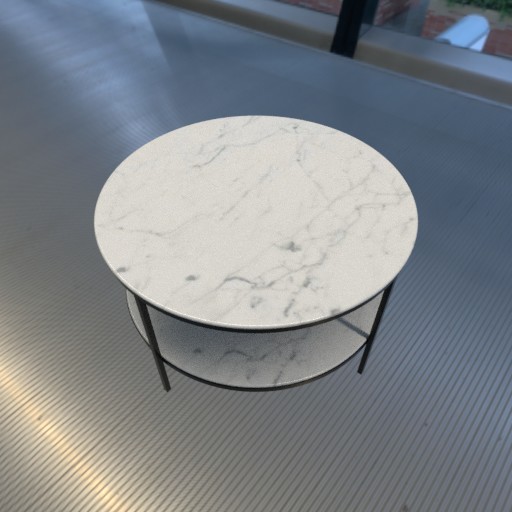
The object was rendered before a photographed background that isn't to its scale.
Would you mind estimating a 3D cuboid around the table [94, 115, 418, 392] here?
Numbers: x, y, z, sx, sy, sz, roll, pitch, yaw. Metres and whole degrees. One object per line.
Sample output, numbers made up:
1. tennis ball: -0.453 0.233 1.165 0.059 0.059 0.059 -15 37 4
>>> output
1. table: 0.000 0.000 1.290 0.800 0.450 0.800 0 47 0
